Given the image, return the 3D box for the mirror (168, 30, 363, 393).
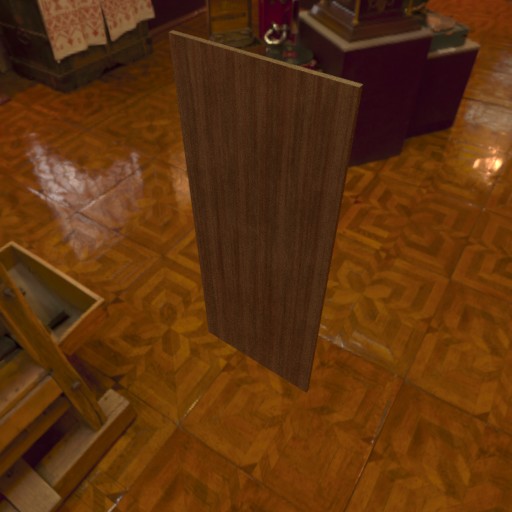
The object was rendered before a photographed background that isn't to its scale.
[{"bbox_3d":[0.000,0.000,2.293,0.812,2.032,0.025,27,52,24],"label":"mirror"}]
